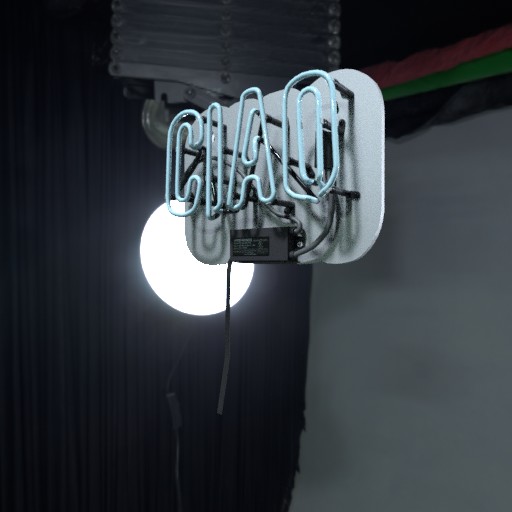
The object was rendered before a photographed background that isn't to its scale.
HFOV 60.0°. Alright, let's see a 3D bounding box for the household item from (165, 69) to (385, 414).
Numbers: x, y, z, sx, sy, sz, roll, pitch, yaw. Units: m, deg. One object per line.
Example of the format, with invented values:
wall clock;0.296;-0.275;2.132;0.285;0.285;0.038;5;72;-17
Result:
household item;0.000;0.000;0.379;0.211;0.294;0.042;-1;-1;38
